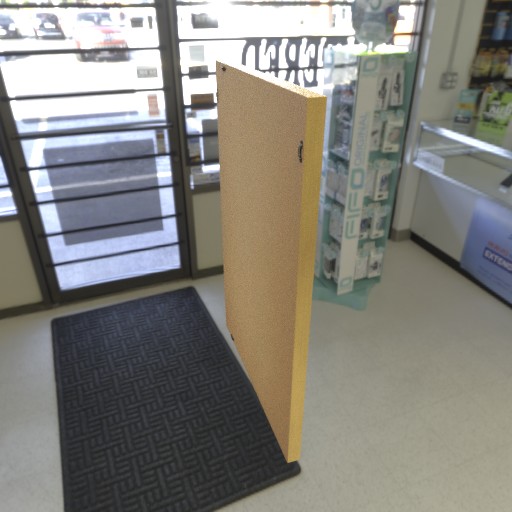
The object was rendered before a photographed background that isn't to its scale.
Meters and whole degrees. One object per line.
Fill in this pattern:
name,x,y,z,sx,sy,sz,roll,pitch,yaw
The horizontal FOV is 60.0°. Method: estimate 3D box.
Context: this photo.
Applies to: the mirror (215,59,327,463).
mirror,0.000,0.000,1.192,0.040,0.915,0.609,-9,31,-16
